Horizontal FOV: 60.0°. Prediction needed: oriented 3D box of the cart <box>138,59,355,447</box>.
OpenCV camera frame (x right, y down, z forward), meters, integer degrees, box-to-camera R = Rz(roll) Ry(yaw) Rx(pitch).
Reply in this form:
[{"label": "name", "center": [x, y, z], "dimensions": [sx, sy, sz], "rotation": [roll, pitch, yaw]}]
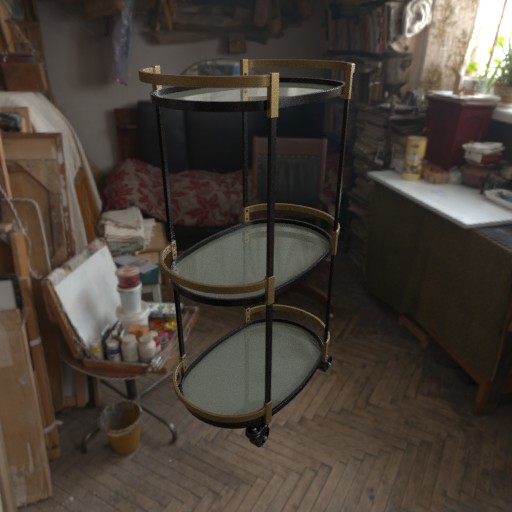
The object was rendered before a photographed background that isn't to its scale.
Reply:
[{"label": "cart", "center": [0.000, 0.000, 1.115], "dimensions": [0.311, 0.885, 0.515], "rotation": [18, 32, 32]}]
